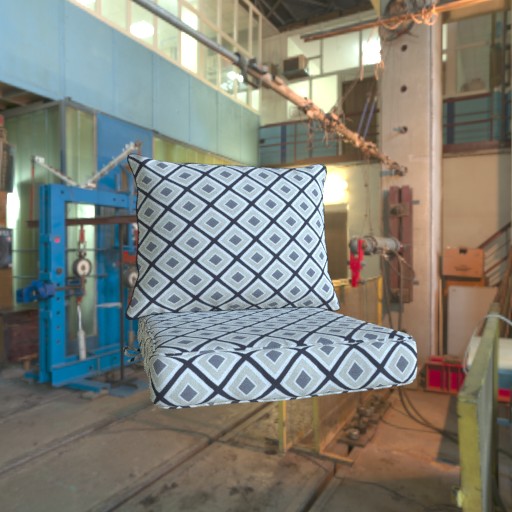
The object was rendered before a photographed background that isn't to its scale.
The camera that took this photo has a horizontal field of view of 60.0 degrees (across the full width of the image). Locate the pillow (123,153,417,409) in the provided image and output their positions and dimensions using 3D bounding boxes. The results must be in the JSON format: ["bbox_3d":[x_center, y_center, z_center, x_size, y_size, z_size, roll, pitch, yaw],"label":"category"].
[{"bbox_3d":[0.000,0.000,1.393,0.798,0.722,0.733,0,1,-17],"label":"pillow"}]
